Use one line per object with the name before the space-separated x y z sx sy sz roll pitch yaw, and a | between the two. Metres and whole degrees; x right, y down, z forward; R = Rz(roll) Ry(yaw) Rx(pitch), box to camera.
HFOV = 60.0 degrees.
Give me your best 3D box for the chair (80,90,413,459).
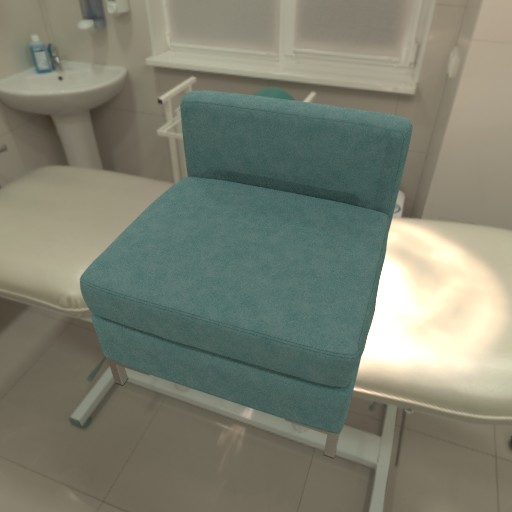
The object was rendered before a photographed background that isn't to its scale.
chair | 0.000 0.000 1.233 0.684 0.660 0.685 13 41 16
